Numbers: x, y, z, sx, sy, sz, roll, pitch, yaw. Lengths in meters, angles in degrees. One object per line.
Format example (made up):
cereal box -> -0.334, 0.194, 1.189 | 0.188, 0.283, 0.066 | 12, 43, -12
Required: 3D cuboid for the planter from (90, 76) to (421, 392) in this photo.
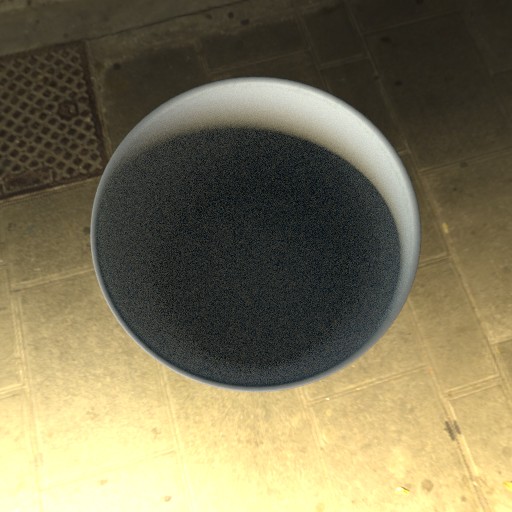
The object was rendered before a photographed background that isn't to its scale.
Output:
planter -> 0.000, 0.000, 0.782 | 0.440, 0.398, 0.440 | 0, 76, 0
